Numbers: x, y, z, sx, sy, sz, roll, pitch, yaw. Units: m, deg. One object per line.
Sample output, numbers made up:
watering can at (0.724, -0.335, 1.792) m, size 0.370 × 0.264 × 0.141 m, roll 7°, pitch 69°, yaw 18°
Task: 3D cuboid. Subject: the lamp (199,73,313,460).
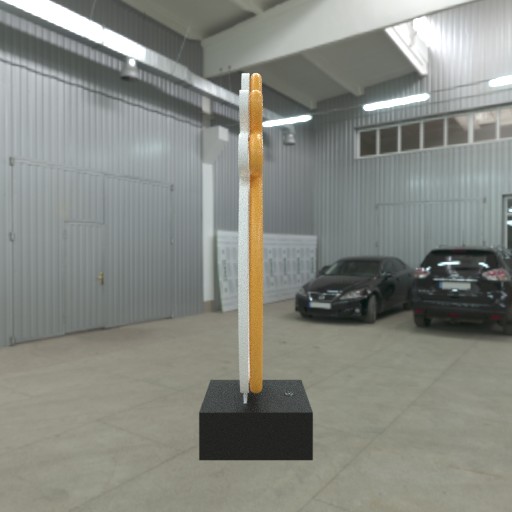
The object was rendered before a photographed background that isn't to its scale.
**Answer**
lamp at (0.000, 0.000, 0.386) m, size 0.088 × 0.317 × 0.167 m, roll 0°, pitch 1°, yaw 0°
